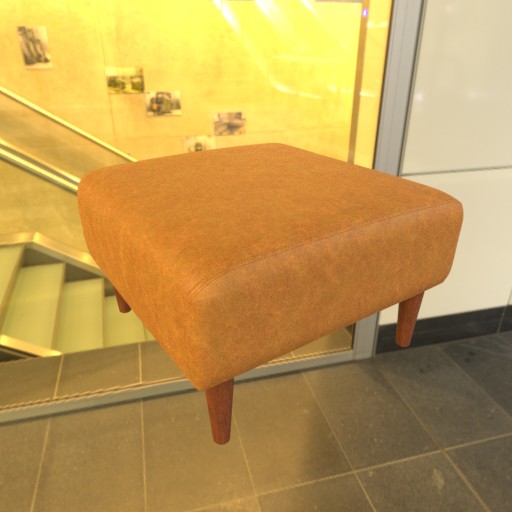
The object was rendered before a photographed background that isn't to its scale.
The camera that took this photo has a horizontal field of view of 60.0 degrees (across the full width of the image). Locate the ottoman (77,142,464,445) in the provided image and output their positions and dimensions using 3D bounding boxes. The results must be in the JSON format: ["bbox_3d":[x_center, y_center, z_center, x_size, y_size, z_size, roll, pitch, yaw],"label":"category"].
[{"bbox_3d":[0.000,0.000,1.051,0.650,0.399,0.650,-17,31,-30],"label":"ottoman"}]
